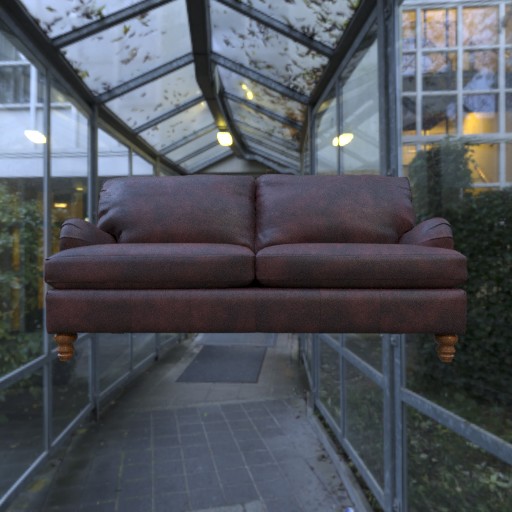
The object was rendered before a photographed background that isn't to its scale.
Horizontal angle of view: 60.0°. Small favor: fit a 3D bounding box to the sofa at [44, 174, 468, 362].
[{"bbox_3d":[0.000,0.000,2.742,2.144,1.071,1.147,0,0,1],"label":"sofa"}]
